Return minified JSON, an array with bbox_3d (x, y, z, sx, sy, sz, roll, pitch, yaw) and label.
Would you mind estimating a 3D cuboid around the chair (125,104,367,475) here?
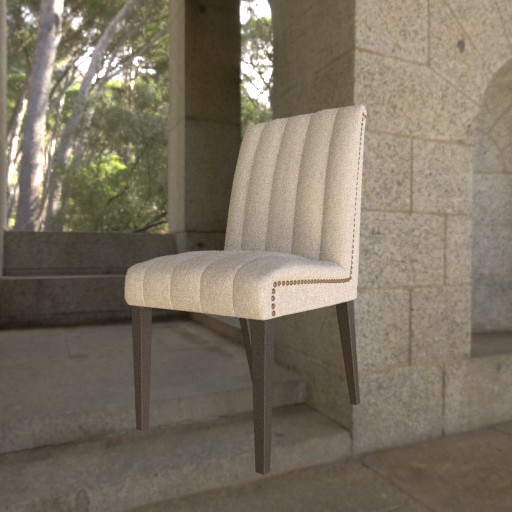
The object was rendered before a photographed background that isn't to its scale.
[{"bbox_3d":[0.000,0.000,1.388,0.511,1.016,0.647,1,1,36],"label":"chair"}]
